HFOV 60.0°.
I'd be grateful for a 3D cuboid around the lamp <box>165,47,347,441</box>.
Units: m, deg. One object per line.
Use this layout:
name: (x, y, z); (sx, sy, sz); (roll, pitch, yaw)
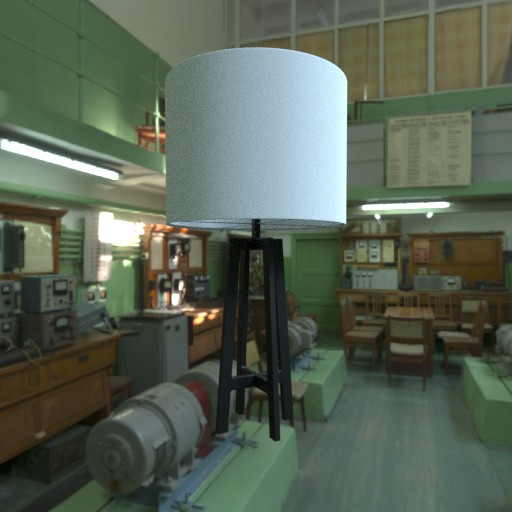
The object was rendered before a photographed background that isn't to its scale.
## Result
lamp: (0.000, 0.000, 0.640); (0.257, 0.489, 0.257); (0, 0, 17)
